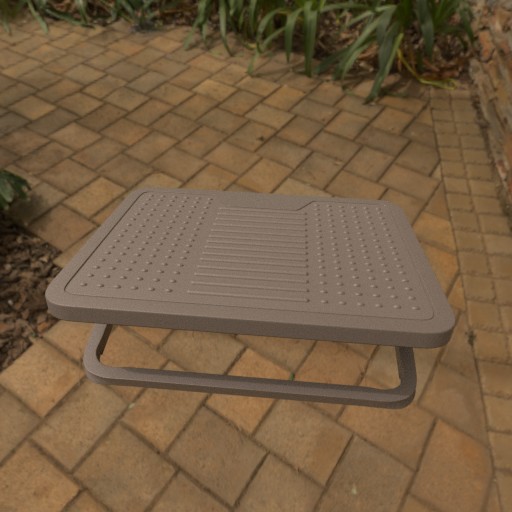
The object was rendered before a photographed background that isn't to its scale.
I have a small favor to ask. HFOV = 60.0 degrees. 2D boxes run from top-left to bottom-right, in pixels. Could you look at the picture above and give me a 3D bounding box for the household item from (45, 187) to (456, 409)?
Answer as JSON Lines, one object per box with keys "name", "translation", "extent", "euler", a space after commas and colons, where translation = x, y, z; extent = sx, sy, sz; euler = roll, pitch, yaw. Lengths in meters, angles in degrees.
{"name": "household item", "translation": [0.000, 0.000, 0.534], "extent": [0.390, 0.126, 0.301], "euler": [4, 47, 3]}
